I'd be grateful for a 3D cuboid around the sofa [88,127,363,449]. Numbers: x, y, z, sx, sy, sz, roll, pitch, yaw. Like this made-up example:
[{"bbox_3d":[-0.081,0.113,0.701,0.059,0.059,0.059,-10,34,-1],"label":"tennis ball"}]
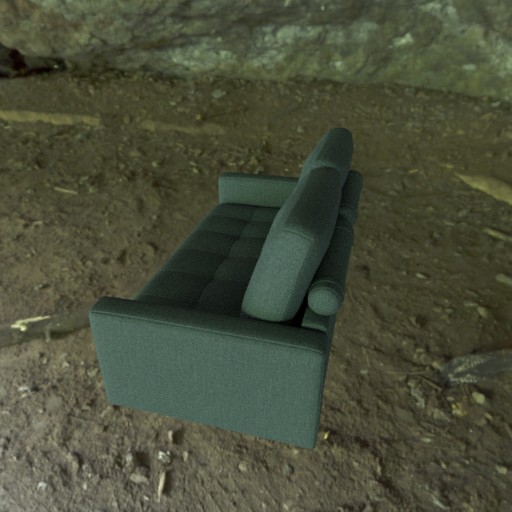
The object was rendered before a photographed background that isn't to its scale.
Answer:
[{"bbox_3d":[0.000,0.000,1.995,0.842,0.907,1.407,8,31,13],"label":"sofa"}]
